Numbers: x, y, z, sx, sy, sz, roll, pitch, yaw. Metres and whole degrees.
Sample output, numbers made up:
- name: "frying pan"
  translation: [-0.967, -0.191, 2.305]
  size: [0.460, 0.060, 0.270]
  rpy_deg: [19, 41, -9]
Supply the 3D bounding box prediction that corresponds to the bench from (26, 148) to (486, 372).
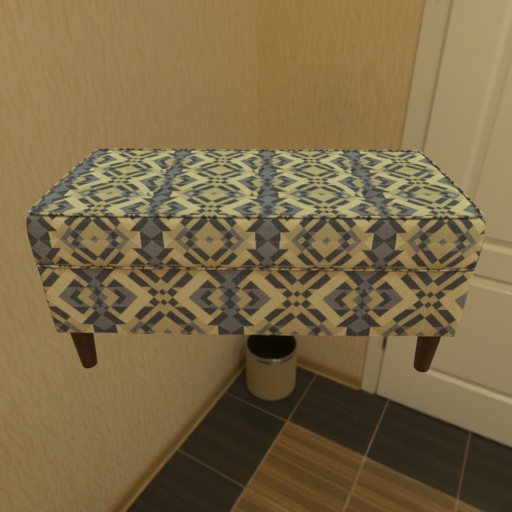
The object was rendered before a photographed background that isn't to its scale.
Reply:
- name: "bench"
  translation: [0.000, 0.000, 1.260]
  size: [1.016, 0.477, 0.492]
  rpy_deg: [0, 31, 1]
